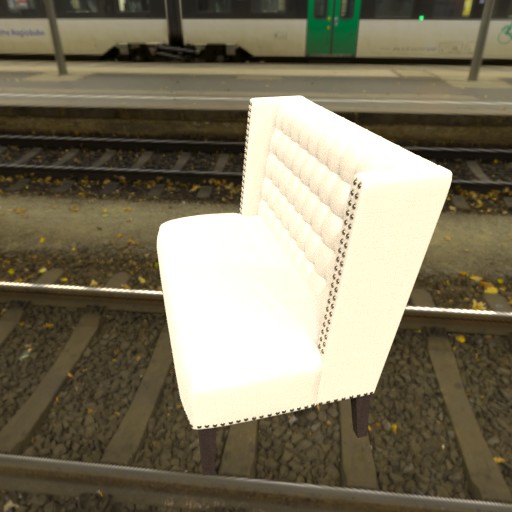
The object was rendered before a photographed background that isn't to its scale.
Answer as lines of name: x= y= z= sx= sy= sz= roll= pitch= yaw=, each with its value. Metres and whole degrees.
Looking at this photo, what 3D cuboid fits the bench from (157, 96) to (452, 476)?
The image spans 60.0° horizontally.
bench: x=0.000 y=0.000 z=1.979 sx=0.847 sy=1.123 sz=1.280 roll=-8 pitch=31 yaw=-13
